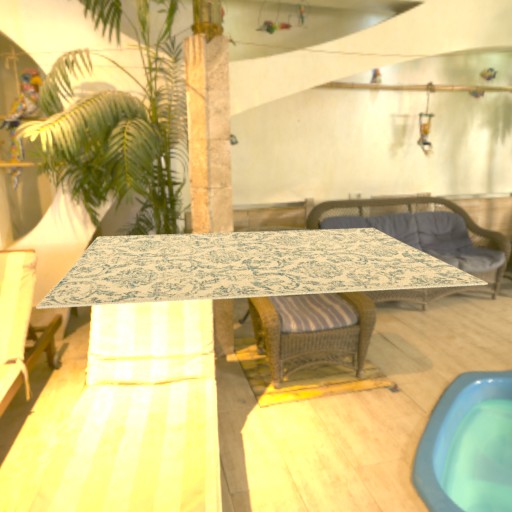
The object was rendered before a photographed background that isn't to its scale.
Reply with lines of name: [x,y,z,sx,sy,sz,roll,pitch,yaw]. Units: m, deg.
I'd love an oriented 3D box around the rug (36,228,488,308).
rug: [0.000,0.000,3.517,2.746,0.018,1.819,-2,15,-8]
